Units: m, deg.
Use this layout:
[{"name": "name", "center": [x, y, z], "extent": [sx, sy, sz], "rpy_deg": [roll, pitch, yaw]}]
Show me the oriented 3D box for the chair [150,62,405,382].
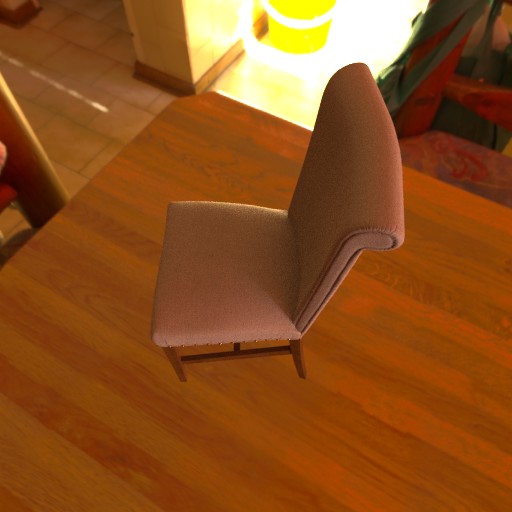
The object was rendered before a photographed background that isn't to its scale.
[{"name": "chair", "center": [0.000, 0.000, 1.349], "extent": [0.608, 0.988, 0.513], "rpy_deg": [0, 58, 0]}]
